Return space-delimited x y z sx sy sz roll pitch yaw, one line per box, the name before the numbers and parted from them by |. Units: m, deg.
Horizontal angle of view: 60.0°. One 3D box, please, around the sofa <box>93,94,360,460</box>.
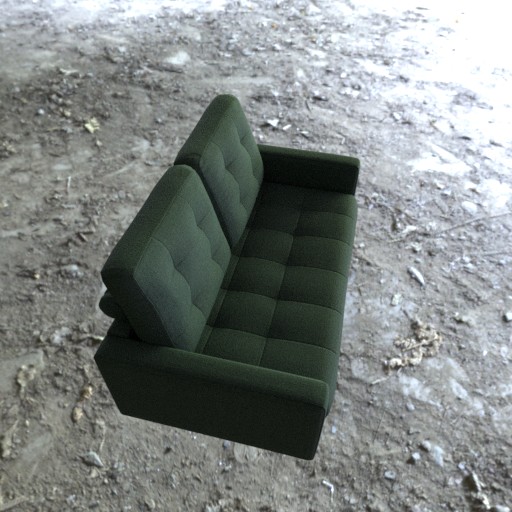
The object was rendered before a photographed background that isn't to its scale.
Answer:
sofa | 0.000 0.000 1.957 0.842 0.907 1.407 10 47 9
